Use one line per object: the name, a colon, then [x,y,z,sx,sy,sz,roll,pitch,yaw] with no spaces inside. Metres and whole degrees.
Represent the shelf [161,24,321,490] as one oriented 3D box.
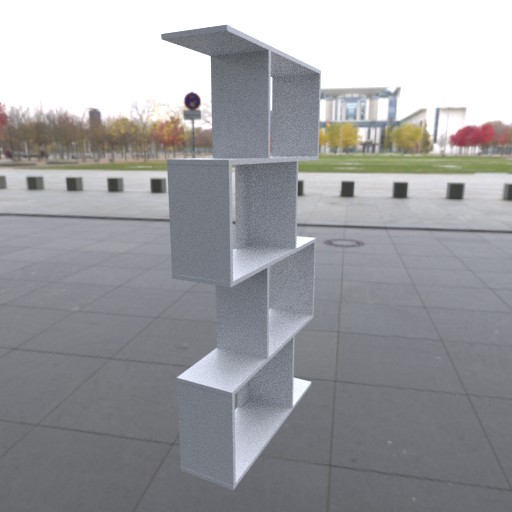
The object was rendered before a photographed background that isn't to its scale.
shelf: [0.000,0.000,1.966,0.250,1.650,0.890,7,15,26]
